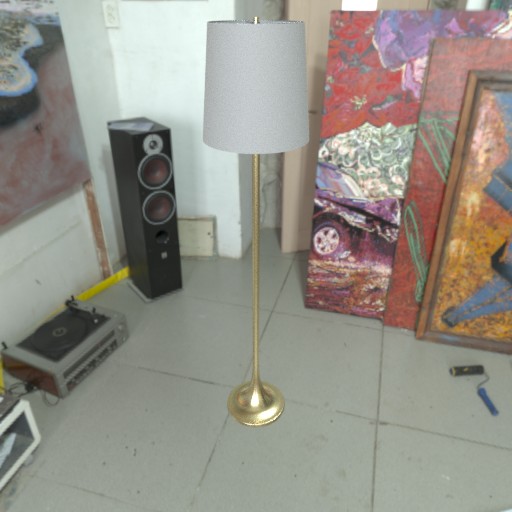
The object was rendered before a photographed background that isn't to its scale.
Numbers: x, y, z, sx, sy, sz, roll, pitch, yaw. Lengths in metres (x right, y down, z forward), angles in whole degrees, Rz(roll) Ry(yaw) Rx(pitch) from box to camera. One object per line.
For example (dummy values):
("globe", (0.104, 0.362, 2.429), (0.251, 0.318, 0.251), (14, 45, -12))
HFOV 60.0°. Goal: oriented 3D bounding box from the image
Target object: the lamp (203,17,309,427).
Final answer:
("lamp", (0.000, 0.000, 1.626), (0.337, 1.543, 0.337), (0, 30, 0))
